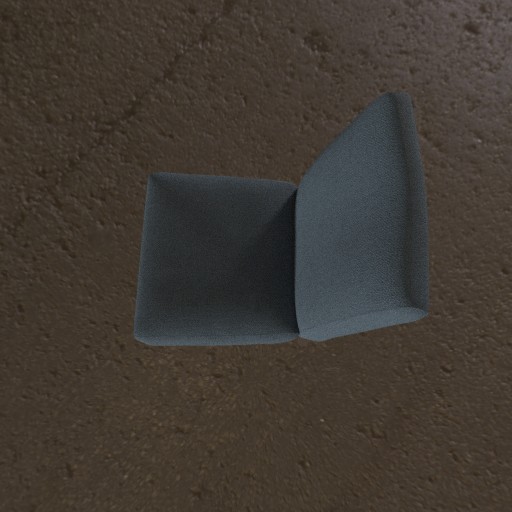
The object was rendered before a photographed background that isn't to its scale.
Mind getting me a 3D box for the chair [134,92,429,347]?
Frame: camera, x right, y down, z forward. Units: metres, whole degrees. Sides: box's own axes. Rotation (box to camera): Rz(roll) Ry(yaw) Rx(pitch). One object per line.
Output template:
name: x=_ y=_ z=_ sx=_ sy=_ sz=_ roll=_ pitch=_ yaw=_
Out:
chair: x=0.000 y=0.000 z=1.214 sx=0.629 sy=0.882 sz=0.487 roll=1 pitch=74 yaw=0
